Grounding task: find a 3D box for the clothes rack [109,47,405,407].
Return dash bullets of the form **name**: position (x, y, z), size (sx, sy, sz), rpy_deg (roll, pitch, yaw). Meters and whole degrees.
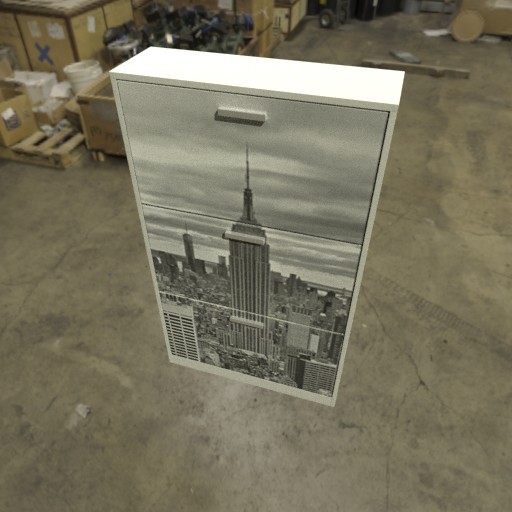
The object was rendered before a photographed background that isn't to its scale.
- **clothes rack**: position (0.000, 0.000, 1.589), size (0.750, 1.280, 0.250), rpy_deg (12, 42, 13)
